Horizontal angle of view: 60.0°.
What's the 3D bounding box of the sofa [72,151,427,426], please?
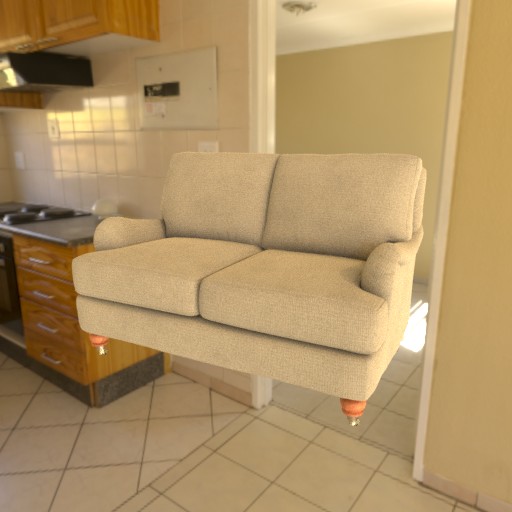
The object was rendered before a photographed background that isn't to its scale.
[{"bbox_3d":[0.000,0.000,2.214,1.480,0.999,1.087,7,16,26],"label":"sofa"}]
